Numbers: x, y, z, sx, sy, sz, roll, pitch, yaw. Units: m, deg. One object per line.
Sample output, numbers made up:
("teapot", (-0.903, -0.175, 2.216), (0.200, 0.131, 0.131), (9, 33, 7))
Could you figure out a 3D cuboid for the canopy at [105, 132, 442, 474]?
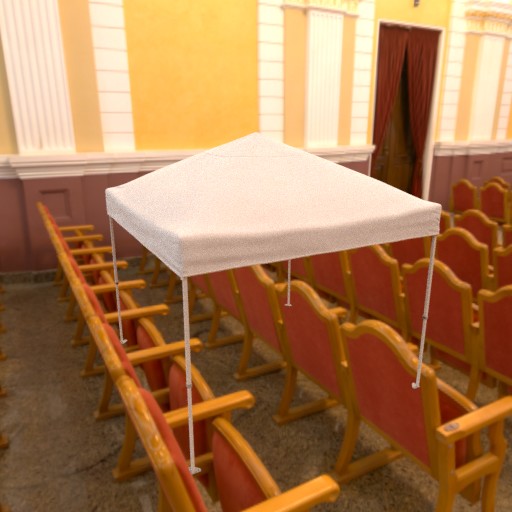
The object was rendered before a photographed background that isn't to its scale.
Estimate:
("canopy", (0.000, 0.000, 5.572), (2.996, 2.997, 2.998), (-9, 19, -27))
